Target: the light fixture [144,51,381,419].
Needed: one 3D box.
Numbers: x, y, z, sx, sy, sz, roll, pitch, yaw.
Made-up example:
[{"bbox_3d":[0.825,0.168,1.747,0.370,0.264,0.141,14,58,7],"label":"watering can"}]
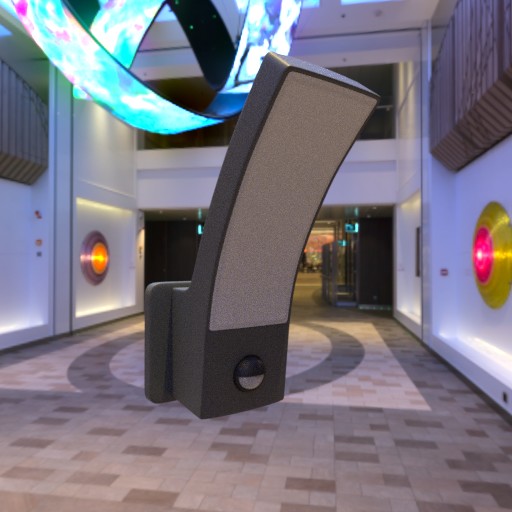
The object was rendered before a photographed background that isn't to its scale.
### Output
[{"bbox_3d":[0.000,0.000,0.335,0.108,0.243,0.174,0,-1,-37],"label":"light fixture"}]
